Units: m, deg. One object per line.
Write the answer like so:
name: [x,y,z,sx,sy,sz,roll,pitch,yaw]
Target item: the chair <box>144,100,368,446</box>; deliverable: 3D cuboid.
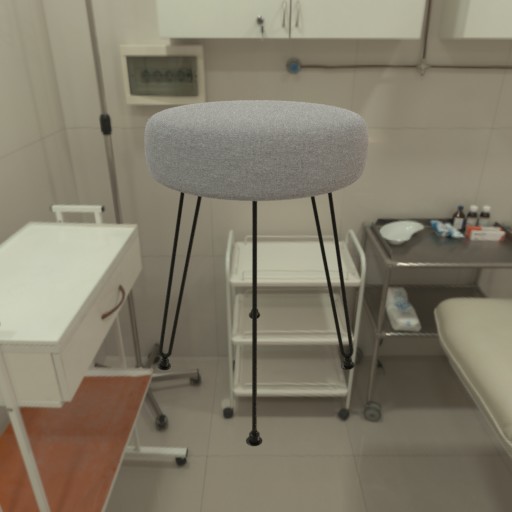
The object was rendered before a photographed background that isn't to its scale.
chair: [0.000,0.000,0.691,0.350,0.440,0.350,0,26,0]
